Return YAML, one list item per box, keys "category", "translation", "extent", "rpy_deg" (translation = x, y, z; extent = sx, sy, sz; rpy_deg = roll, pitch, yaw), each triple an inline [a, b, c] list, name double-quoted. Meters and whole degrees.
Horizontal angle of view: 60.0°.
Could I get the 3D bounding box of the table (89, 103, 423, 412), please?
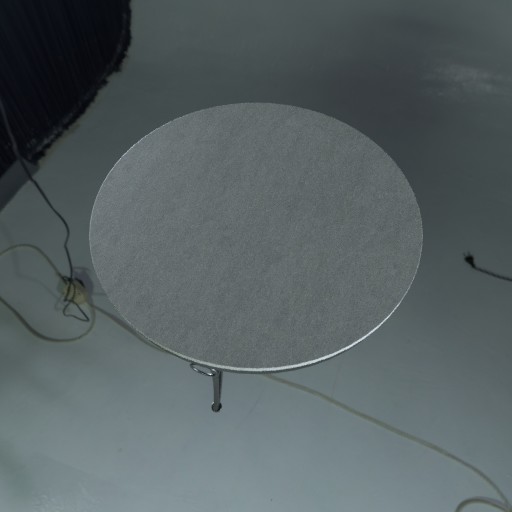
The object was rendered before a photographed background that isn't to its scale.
- category: "table"
  translation: [0.000, 0.000, 1.404]
  extent: [0.889, 0.470, 0.889]
  rpy_deg: [0, 57, 0]
